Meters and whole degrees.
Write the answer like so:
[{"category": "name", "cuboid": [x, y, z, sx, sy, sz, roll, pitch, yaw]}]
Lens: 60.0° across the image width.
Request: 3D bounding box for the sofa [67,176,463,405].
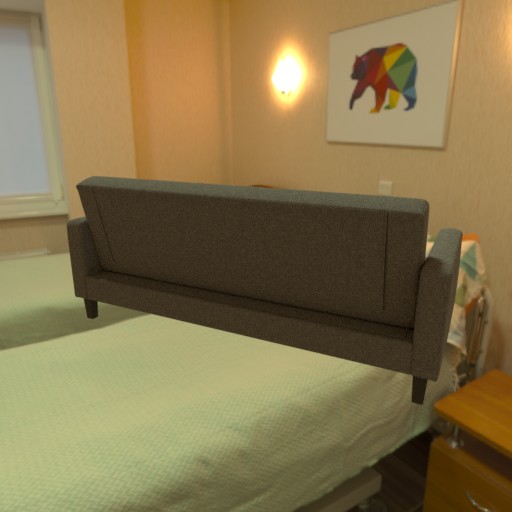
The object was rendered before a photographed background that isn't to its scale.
[{"category": "sofa", "cuboid": [0.000, 0.000, 2.455, 2.040, 0.850, 0.810, 8, 19, 26]}]
